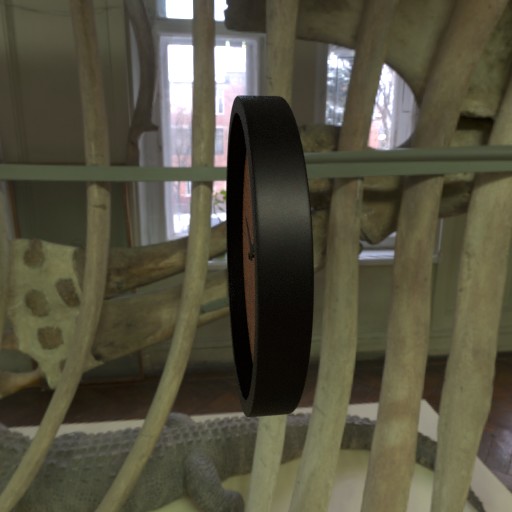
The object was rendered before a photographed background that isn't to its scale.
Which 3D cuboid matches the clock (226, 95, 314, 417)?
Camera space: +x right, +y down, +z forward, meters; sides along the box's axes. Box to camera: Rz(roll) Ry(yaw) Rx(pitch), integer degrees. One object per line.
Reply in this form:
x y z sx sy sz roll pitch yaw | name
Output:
0.000 0.000 0.460 0.040 0.314 0.314 -2 13 -8 | clock
